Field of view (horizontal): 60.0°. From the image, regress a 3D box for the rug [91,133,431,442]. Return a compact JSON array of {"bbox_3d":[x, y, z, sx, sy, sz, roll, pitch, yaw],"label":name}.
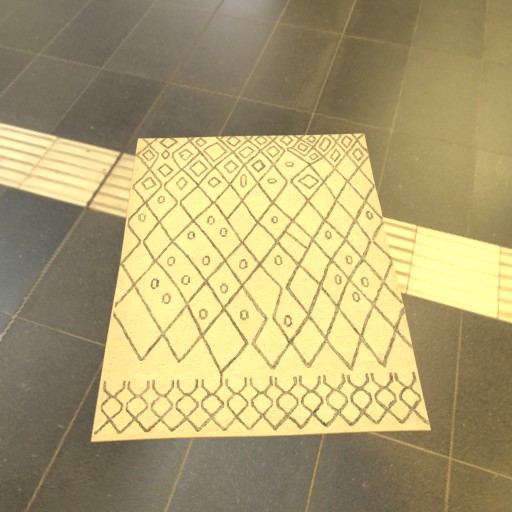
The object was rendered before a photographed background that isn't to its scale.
[{"bbox_3d":[0.000,0.000,3.976,2.446,0.015,3.046,-1,58,-1],"label":"rug"}]
